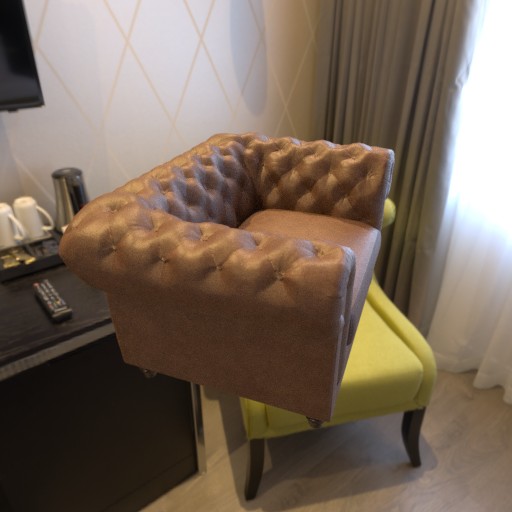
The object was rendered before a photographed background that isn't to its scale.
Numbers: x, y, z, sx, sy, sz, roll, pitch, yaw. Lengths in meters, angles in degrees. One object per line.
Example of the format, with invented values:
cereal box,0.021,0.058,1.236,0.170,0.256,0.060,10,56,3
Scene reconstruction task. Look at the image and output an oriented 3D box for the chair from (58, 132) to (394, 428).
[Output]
chair,0.000,0.000,1.874,0.954,0.784,1.298,11,31,18
